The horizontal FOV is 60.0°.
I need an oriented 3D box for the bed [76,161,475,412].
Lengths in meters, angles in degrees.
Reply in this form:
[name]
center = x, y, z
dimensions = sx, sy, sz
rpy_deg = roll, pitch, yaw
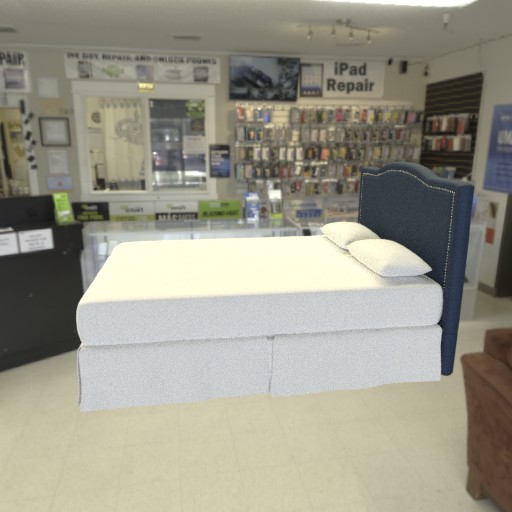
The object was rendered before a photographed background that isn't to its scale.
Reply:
[bed]
center = 0.000, 0.000, 3.508
dimensions = 2.507, 1.441, 1.741
rpy_deg = -2, 15, -8
